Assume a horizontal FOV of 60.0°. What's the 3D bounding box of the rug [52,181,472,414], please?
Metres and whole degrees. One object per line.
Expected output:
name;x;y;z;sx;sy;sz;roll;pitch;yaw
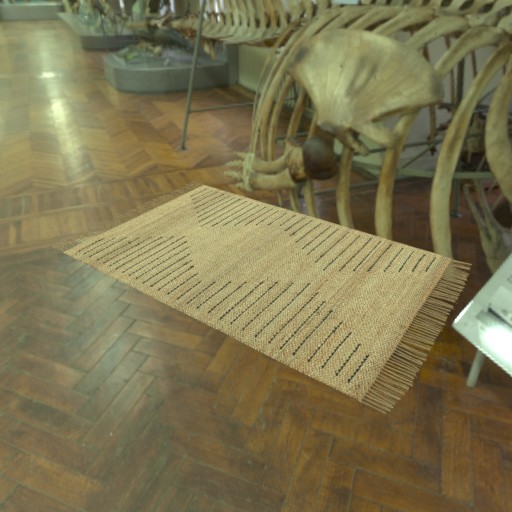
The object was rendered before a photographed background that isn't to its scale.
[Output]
rug;0.000;0.000;2.498;2.085;0.027;1.224;21;37;30
